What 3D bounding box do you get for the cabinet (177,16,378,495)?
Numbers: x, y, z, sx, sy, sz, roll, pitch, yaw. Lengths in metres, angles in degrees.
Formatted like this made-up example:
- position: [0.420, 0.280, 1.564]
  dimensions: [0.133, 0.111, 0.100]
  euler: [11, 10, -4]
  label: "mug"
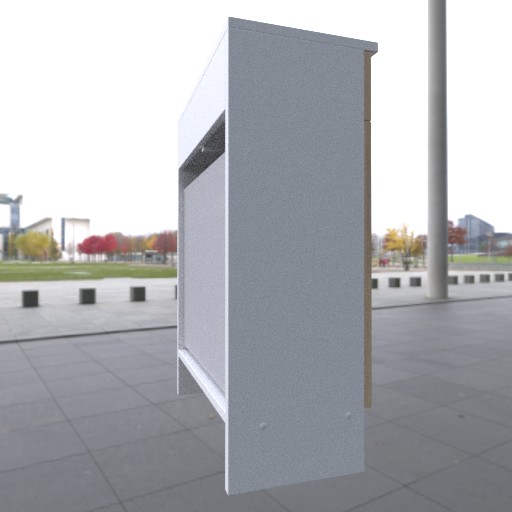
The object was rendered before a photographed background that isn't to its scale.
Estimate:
- position: [0.000, 0.000, 1.082]
  dimensions: [0.296, 0.815, 0.600]
  euler: [0, 0, -18]
  label: "cabinet"
